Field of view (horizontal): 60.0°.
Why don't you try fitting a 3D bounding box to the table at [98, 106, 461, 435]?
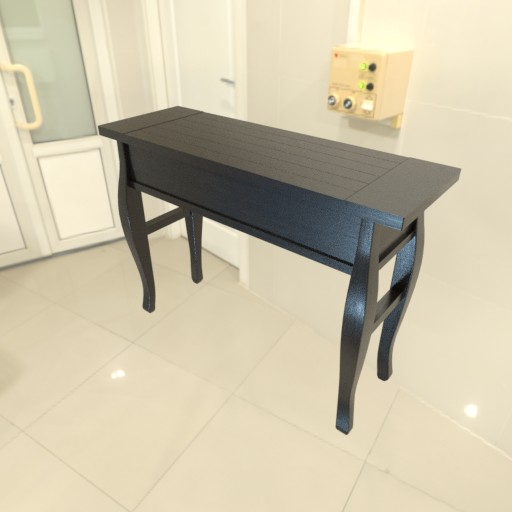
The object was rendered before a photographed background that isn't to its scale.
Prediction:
[{"bbox_3d":[0.000,0.000,1.499,1.062,0.768,0.373,23,39,32],"label":"table"}]
